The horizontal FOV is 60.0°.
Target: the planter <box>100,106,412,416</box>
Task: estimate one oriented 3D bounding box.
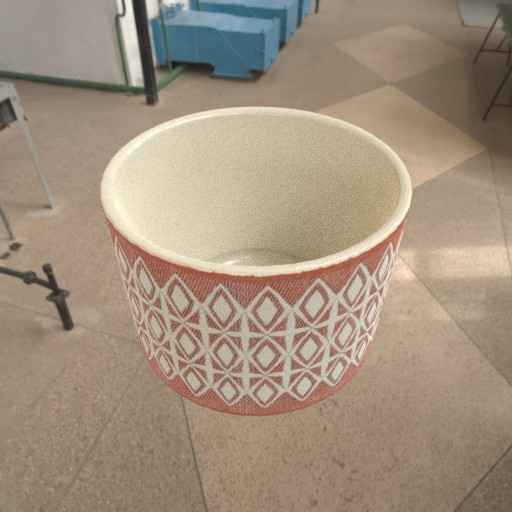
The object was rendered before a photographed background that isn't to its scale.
[{"bbox_3d":[0.000,0.000,0.329,0.192,0.148,0.192,0,42,0],"label":"planter"}]
